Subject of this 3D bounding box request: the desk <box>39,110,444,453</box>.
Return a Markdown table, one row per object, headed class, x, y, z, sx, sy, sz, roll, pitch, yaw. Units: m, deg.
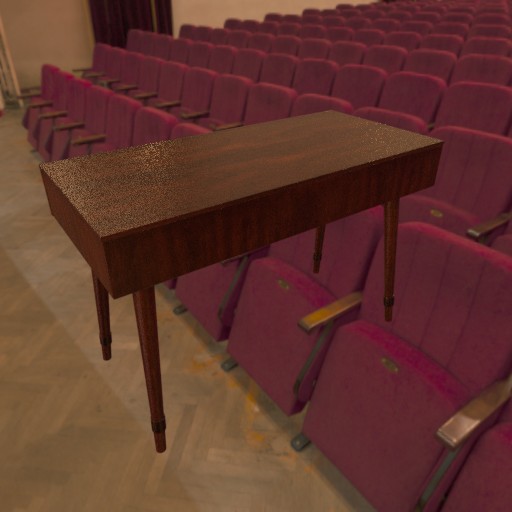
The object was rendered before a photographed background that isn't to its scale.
| class | x | y | z | sx | sy | sz | roll | pitch | yaw |
| --- | --- | --- | --- | --- | --- | --- | --- | --- | --- |
| desk | 0.000 | 0.000 | 2.141 | 1.577 | 1.031 | 0.734 | -20 | 36 | -30 |
